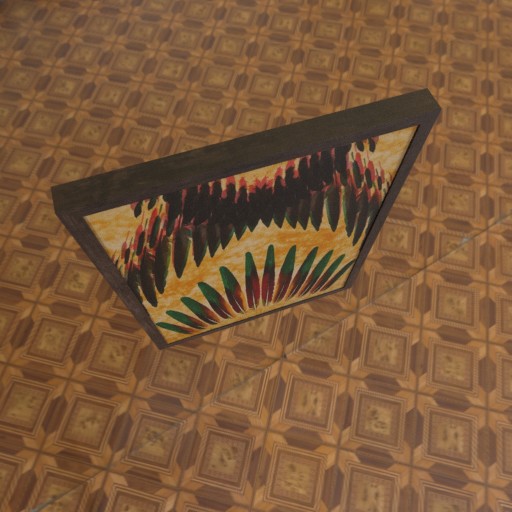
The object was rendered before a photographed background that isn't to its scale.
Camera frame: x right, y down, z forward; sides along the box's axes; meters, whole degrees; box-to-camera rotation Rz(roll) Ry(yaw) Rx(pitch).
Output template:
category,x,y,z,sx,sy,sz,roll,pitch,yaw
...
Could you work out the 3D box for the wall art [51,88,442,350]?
category,x,y,z,sx,sy,sz,roll,pitch,yaw
wall art,0.000,0.000,0.545,0.329,0.406,0.027,-17,65,-8
